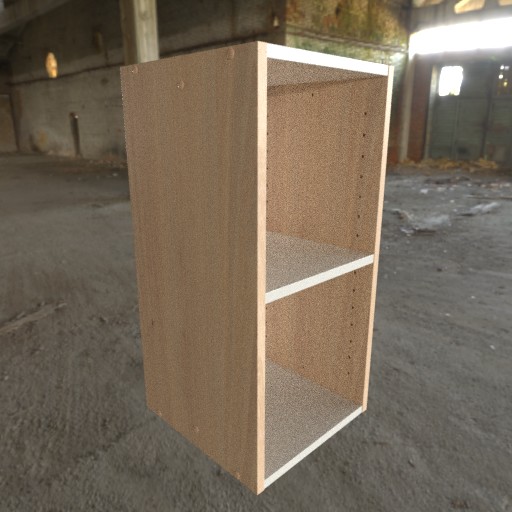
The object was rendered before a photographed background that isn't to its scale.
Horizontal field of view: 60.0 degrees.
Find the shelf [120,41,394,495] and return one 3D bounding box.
[{"bbox_3d":[0.000,0.000,0.750,0.290,0.594,0.297,-15,22,-42],"label":"shelf"}]
